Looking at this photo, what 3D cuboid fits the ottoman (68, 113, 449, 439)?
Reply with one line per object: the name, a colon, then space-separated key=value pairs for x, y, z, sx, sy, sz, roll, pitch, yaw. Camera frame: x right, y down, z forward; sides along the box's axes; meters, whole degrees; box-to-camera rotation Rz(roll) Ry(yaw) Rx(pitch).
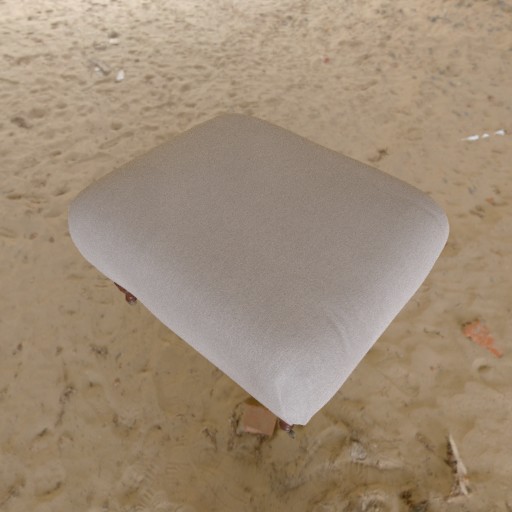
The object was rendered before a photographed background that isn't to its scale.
ottoman: x=0.000 y=0.000 z=1.136 sx=0.746 sy=0.450 sz=0.622 roll=32 pitch=54 yaw=27
